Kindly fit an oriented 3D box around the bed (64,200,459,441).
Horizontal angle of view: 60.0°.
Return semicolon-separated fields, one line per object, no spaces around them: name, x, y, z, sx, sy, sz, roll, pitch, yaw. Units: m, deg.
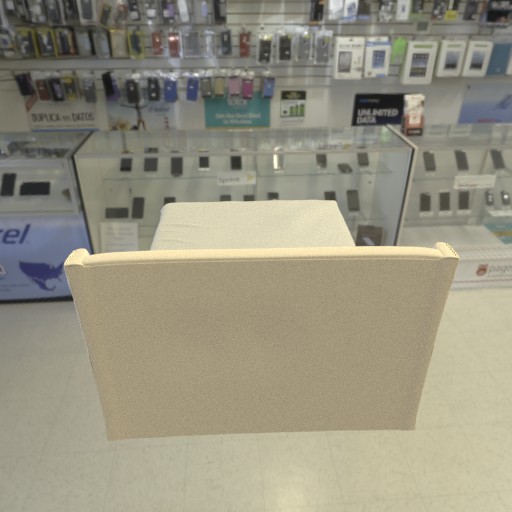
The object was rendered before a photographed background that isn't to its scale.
bed;0.000;0.000;3.398;1.925;1.332;2.276;-1;31;-2
